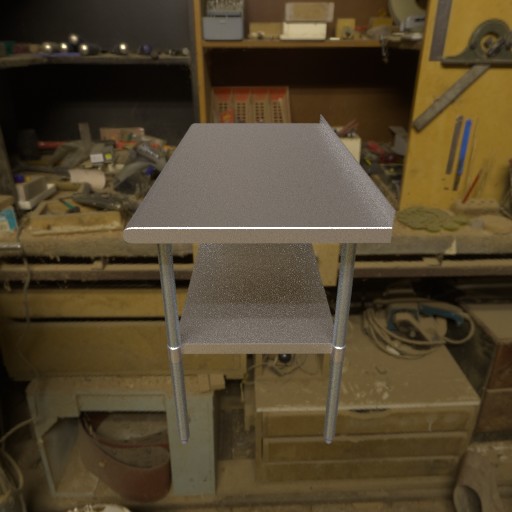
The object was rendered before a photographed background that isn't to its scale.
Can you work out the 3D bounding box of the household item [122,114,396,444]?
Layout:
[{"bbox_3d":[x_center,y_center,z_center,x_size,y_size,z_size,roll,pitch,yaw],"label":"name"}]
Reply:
[{"bbox_3d":[0.000,0.000,1.710,0.610,0.851,1.219,0,27,0],"label":"household item"}]
